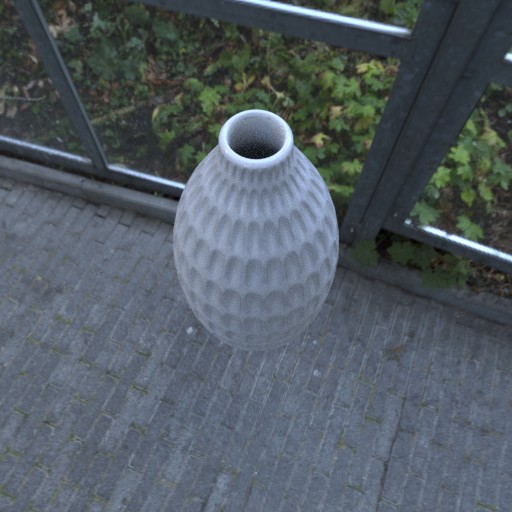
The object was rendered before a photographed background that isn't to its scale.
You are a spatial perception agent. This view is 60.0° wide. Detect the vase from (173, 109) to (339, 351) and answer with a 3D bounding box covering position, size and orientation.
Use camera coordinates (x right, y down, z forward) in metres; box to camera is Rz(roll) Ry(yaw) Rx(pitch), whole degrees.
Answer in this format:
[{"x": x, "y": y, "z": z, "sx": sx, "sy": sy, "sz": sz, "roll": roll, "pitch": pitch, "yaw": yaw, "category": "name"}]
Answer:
[{"x": 0.000, "y": 0.000, "z": 0.354, "sx": 0.127, "sy": 0.282, "sz": 0.127, "roll": 0, "pitch": 64, "yaw": 0, "category": "vase"}]
